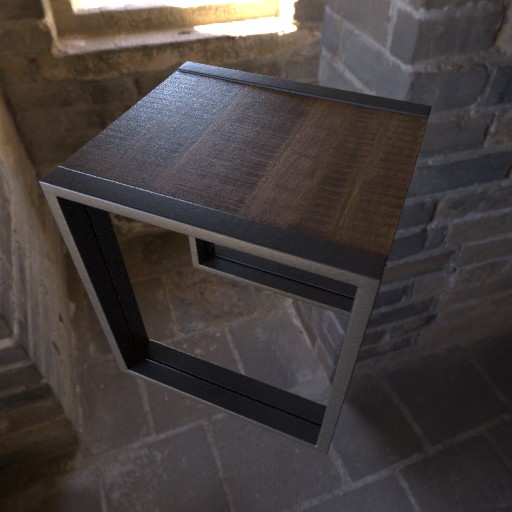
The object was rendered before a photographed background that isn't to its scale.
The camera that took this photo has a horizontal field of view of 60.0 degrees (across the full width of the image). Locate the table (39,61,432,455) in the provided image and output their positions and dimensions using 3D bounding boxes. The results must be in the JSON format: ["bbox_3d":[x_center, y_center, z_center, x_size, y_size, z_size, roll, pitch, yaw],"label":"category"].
[{"bbox_3d":[0.000,0.000,0.917,0.500,0.550,0.449,17,49,15],"label":"table"}]
